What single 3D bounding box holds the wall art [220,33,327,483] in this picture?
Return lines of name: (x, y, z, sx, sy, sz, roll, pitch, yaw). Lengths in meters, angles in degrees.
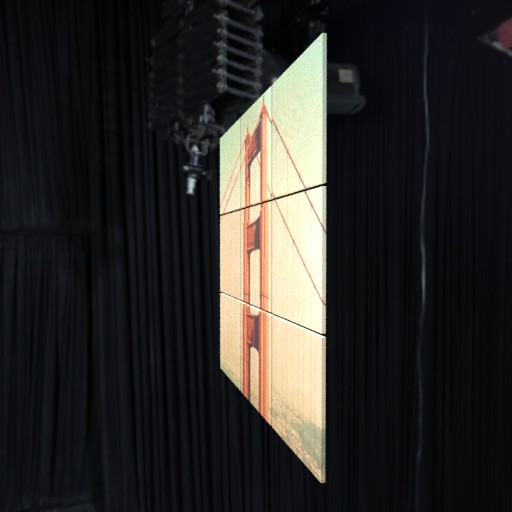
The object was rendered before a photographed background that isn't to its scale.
wall art: (0.000, 0.000, 1.779, 0.013, 1.219, 1.214, 0, 1, -18)
